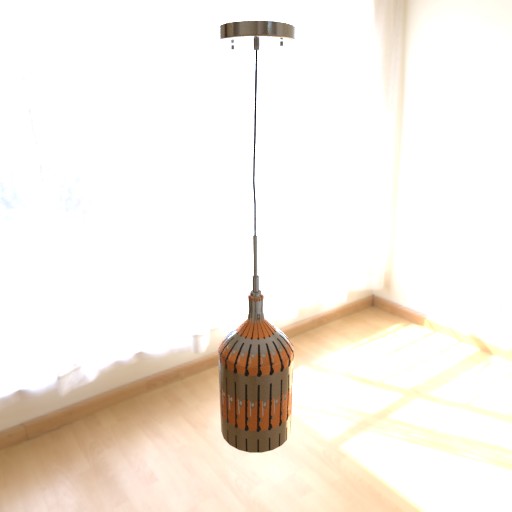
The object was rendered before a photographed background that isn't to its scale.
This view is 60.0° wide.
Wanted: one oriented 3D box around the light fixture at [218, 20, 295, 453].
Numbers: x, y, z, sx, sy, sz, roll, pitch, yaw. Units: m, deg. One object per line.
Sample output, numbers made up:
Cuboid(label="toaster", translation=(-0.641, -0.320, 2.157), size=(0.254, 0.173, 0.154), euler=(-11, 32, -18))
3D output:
Cuboid(label="light fixture", translation=(0.000, 0.000, 1.656), size=(0.303, 1.535, 0.303), euler=(0, 18, 0))
